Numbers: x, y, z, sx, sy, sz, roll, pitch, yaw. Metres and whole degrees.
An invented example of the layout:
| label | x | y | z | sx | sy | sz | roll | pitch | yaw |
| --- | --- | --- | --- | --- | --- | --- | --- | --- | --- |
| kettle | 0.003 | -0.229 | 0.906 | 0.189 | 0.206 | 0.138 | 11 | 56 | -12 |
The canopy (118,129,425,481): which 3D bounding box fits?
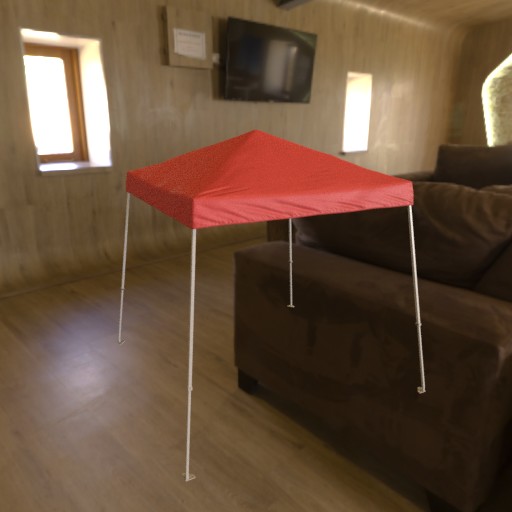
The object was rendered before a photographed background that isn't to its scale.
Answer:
| label | x | y | z | sx | sy | sz | roll | pitch | yaw |
| --- | --- | --- | --- | --- | --- | --- | --- | --- | --- |
| canopy | 0.000 | 0.000 | 6.564 | 3.600 | 3.600 | 3.599 | -8 | 18 | -27 |
